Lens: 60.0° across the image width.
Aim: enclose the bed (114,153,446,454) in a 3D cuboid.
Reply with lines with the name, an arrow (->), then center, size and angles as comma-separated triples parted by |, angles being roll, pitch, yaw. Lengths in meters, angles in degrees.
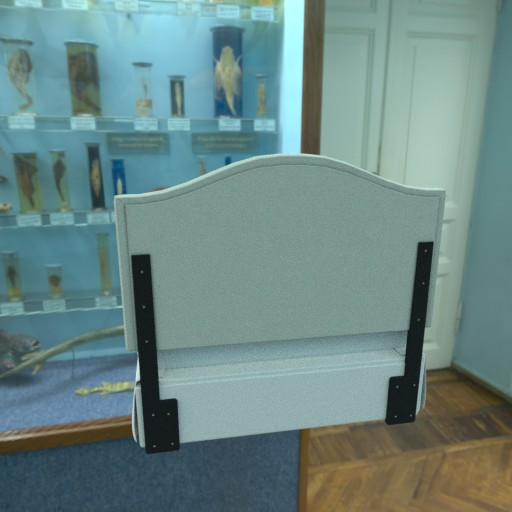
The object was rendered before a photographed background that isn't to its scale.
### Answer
bed -> 0.000, 0.000, 3.405 | 1.813, 1.607, 2.180 | -3, 15, -10
